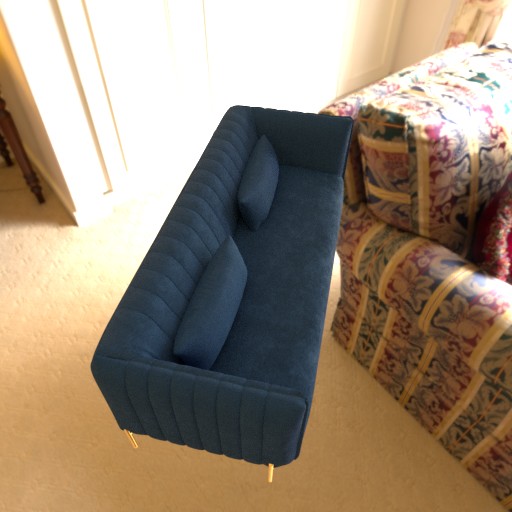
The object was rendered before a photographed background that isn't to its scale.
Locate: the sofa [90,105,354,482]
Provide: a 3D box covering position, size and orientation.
[{"bbox_3d":[0.000,0.000,2.566,0.896,0.793,2.136,10,48,9],"label":"sofa"}]
